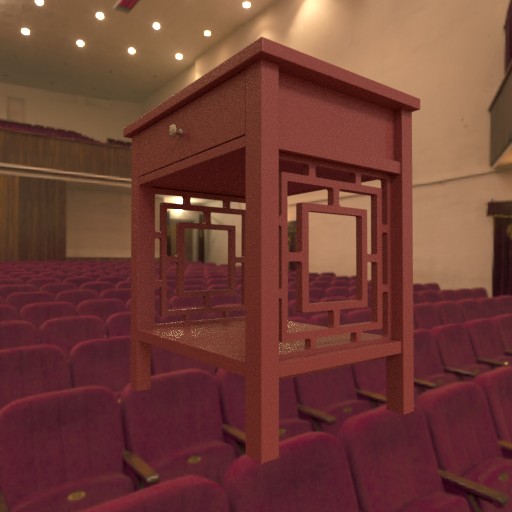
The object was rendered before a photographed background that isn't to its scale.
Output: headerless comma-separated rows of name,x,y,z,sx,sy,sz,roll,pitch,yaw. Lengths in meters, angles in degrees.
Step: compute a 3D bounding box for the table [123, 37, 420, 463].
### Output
table,0.000,0.000,1.068,0.451,0.686,0.599,1,-1,-37
